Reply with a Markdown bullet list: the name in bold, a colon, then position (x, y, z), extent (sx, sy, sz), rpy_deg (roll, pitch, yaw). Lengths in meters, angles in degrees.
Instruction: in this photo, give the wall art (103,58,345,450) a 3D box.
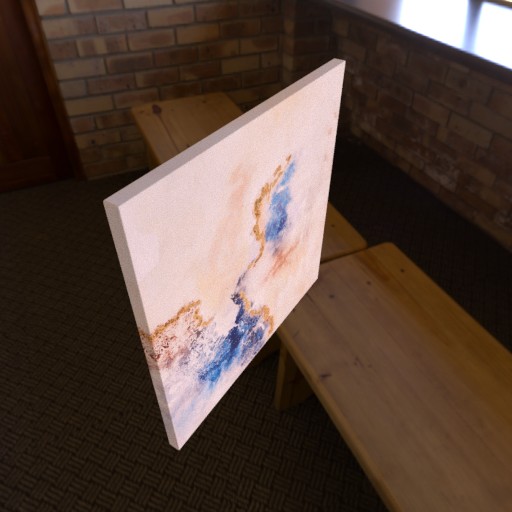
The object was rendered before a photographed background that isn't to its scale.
- **wall art**: position (0.000, 0.000, 1.320), extent (0.038, 0.889, 0.889), rpy_deg (24, 47, 25)
